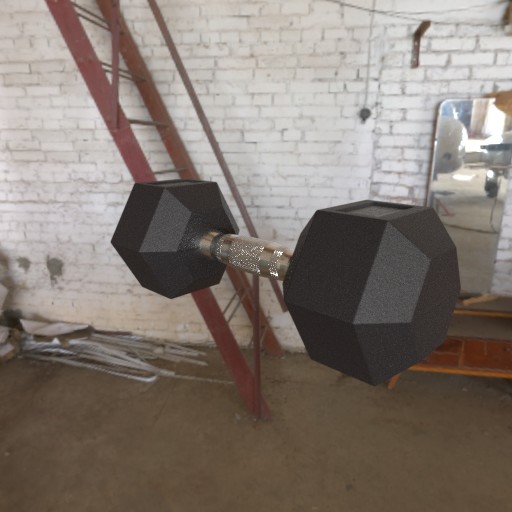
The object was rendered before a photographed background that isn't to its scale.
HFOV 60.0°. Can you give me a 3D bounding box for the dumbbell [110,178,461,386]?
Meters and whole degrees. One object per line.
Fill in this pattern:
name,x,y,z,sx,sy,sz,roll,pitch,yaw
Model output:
dumbbell,0.000,0.000,0.431,0.356,0.123,0.141,15,21,42
